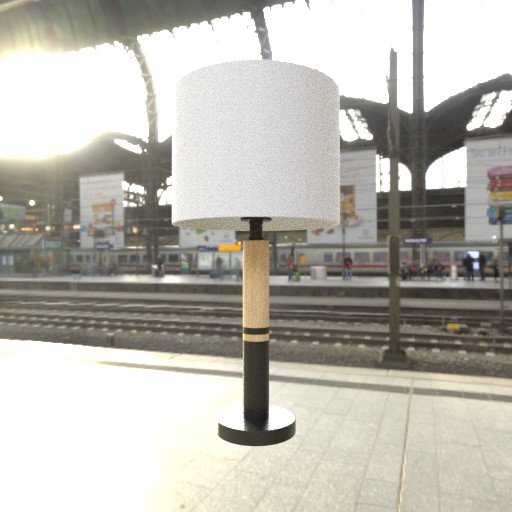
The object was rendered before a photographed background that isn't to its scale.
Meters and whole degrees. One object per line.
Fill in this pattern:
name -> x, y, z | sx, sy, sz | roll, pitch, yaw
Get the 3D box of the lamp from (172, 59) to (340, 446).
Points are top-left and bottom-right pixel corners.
lamp -> 0.000, 0.000, 0.817 | 0.305, 0.640, 0.305 | 0, -1, 18
